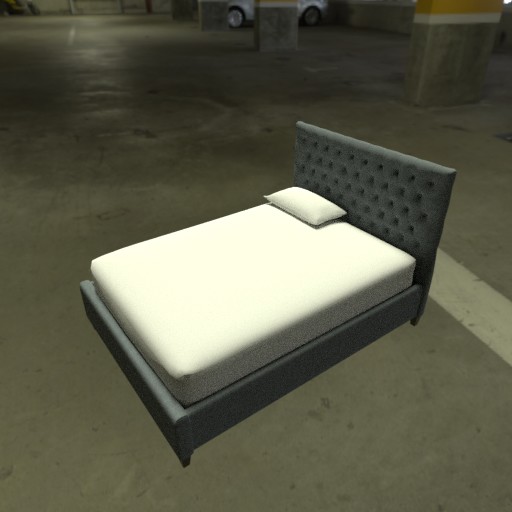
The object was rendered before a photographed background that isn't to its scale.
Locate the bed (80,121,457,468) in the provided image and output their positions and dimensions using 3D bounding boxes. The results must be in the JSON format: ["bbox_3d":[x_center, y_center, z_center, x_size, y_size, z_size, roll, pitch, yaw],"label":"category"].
[{"bbox_3d":[0.000,0.000,3.466,2.335,1.411,1.698,-21,37,-30],"label":"bed"}]
